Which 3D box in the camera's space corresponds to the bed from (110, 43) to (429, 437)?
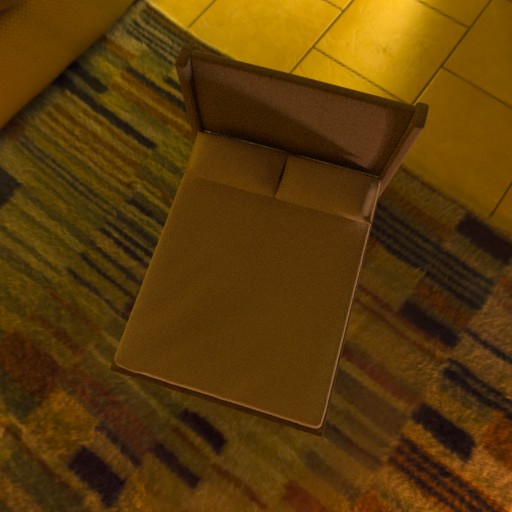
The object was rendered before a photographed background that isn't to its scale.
[{"bbox_3d":[0.000,0.000,3.370,1.714,1.481,2.245,16,74,5],"label":"bed"}]
